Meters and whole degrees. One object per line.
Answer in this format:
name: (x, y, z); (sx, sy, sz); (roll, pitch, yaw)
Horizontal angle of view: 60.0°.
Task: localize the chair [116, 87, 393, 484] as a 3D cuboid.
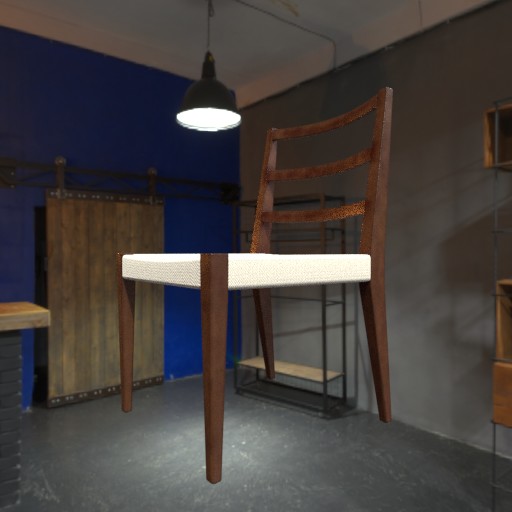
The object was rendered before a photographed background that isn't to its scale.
chair: (0.000, 0.000, 1.124); (0.551, 0.813, 0.480); (0, 1, -37)
